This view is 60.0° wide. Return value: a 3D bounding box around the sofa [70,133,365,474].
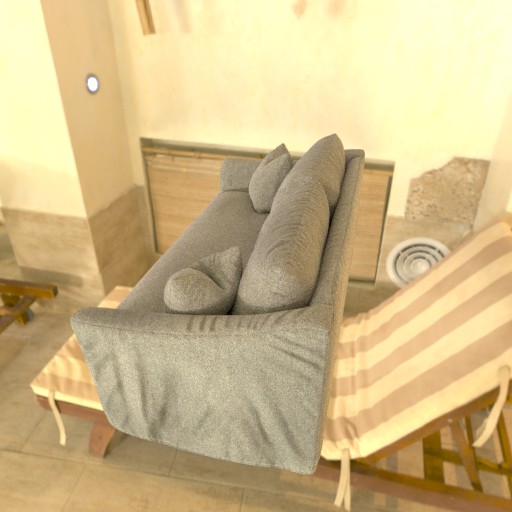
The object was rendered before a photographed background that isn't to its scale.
[{"bbox_3d":[0.000,0.000,2.569,1.072,1.018,2.010,8,32,13],"label":"sofa"}]
